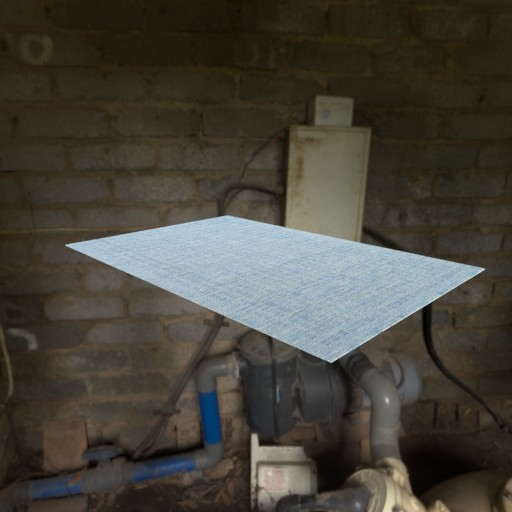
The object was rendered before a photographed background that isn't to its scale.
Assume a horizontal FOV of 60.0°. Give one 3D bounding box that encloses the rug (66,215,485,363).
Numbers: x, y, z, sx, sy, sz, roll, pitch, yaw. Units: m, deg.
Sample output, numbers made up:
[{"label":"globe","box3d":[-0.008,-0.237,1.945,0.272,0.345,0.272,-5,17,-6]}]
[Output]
[{"label":"rug","box3d":[0.000,0.000,2.867,1.522,0.006,2.286,-16,22,-43]}]
